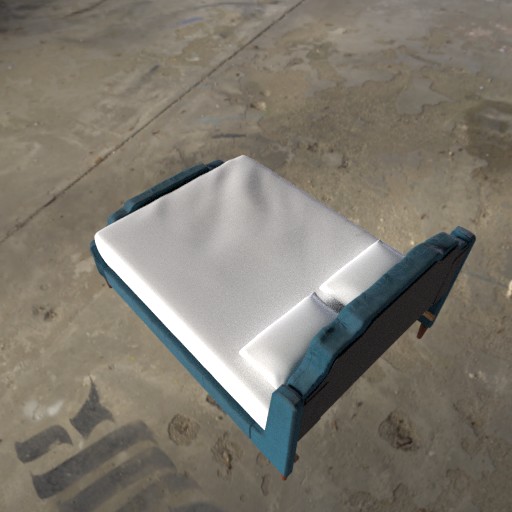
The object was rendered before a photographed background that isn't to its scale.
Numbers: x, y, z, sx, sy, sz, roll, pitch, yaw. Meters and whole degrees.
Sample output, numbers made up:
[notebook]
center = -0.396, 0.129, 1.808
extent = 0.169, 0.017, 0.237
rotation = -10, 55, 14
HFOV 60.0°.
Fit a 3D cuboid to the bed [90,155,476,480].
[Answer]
[bed]
center = 0.000, 0.000, 3.327
extent = 1.676, 1.351, 2.322
rotation = -34, 56, -27
